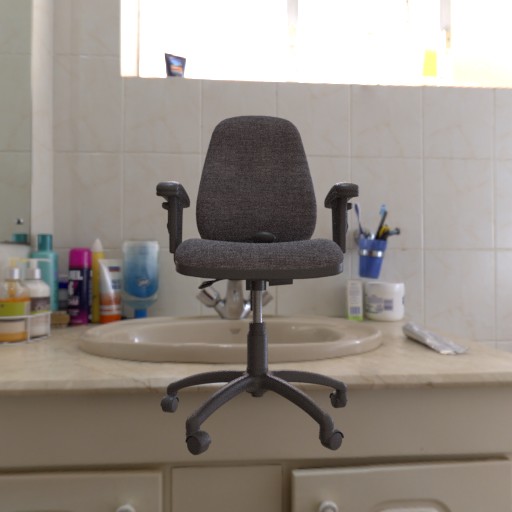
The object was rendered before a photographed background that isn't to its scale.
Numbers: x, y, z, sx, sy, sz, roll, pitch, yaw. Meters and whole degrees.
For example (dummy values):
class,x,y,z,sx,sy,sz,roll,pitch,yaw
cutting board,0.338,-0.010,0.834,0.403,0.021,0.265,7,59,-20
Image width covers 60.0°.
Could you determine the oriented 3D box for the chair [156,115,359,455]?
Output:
class,x,y,z,sx,sy,sz,roll,pitch,yaw
chair,0.000,0.000,1.260,0.550,0.910,0.530,0,-1,-1
